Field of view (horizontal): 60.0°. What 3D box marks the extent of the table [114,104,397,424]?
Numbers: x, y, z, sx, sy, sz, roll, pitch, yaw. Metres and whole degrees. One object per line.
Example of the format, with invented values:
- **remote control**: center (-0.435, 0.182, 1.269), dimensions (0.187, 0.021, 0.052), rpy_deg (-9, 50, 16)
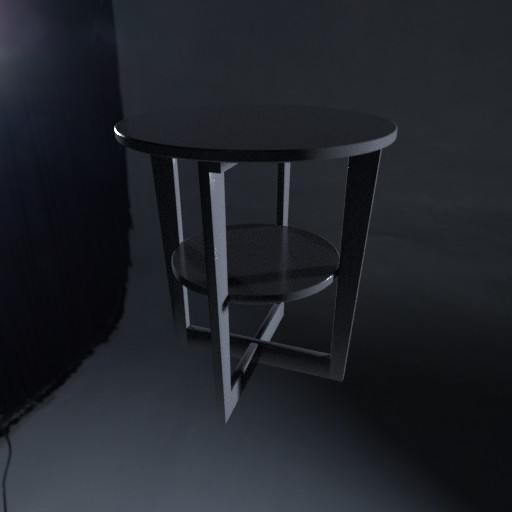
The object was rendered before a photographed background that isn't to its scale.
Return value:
- **table**: center (0.000, 0.000, 0.932), dimensions (0.500, 0.550, 0.500), rpy_deg (0, 26, 0)
